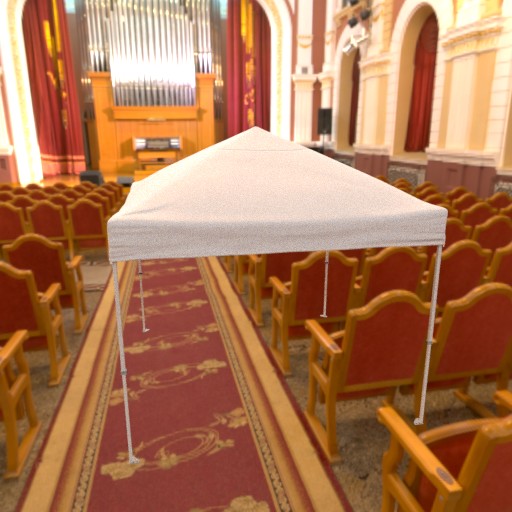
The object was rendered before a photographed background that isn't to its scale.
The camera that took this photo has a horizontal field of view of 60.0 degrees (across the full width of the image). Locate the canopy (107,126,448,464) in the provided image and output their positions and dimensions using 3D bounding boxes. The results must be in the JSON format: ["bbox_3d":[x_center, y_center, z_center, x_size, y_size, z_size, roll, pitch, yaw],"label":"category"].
[{"bbox_3d":[0.000,0.000,5.342,2.998,2.997,2.996,-3,15,-11],"label":"canopy"}]
